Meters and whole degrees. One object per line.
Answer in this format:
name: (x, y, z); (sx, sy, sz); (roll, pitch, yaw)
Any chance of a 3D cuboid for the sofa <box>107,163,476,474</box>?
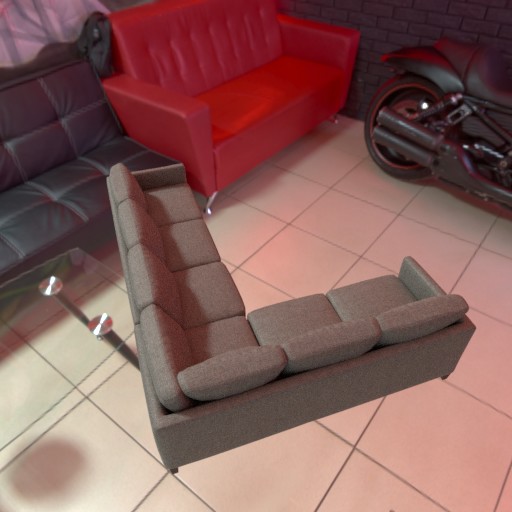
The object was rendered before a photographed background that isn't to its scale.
sofa: (0.000, 0.000, 4.464); (2.593, 0.947, 3.302); (-13, 44, -14)
